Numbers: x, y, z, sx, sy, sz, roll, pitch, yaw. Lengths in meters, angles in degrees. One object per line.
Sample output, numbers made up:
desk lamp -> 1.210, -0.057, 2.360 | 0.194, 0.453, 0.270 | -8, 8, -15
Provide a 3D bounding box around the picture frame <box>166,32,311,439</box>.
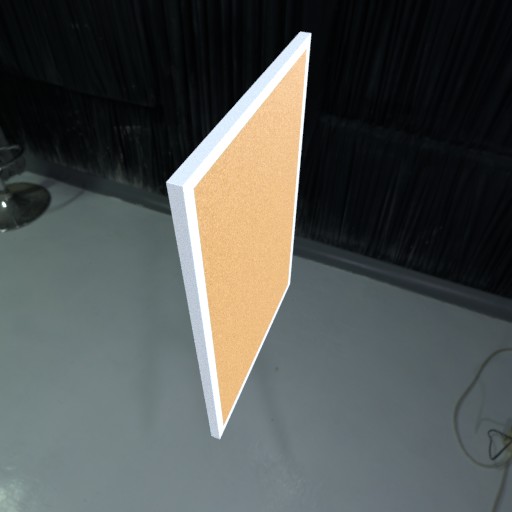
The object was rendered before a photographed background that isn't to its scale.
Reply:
picture frame -> 0.000, 0.000, 0.559 | 0.013, 0.434, 0.305 | 16, 48, 15
